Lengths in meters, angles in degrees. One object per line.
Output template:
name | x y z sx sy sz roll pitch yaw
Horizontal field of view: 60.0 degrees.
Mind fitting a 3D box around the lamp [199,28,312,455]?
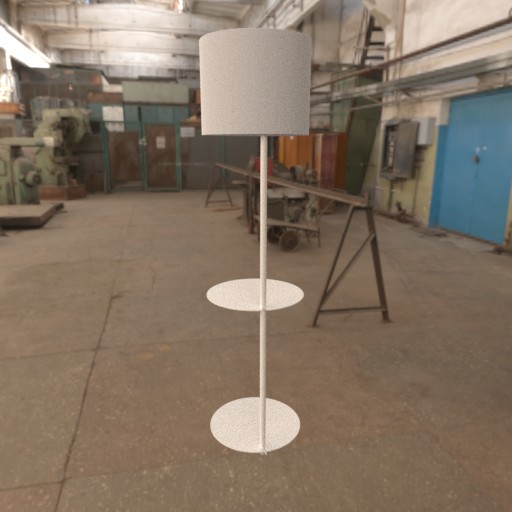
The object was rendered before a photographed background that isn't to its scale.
lamp | 0.000 0.000 1.644 0.372 1.465 0.405 -3 14 -10
